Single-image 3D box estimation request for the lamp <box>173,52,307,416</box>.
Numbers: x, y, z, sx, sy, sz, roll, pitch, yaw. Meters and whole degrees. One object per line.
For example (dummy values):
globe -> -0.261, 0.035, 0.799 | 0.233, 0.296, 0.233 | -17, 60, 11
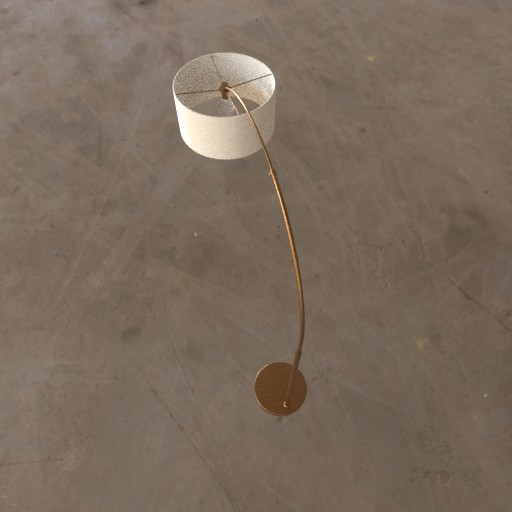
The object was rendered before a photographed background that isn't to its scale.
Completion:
lamp -> 0.000, 0.000, 2.592 | 0.493, 1.927, 1.434 | -16, 59, -10
